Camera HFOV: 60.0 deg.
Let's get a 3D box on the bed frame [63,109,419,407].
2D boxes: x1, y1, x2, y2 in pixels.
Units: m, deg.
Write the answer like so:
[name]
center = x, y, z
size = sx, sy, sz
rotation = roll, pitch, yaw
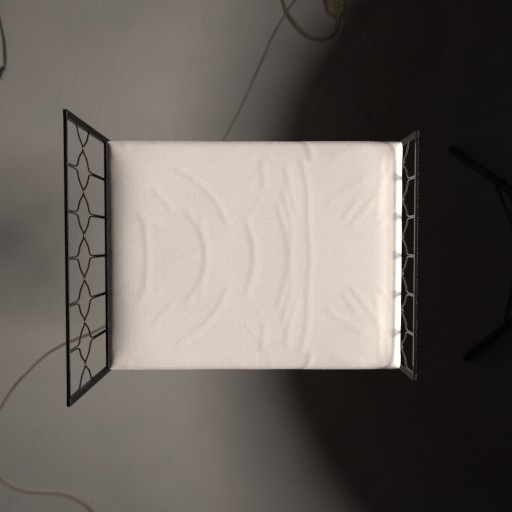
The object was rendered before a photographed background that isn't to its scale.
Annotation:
[bed frame]
center = 0.000, 0.000, 2.994
size = 2.063, 1.222, 1.597
rotation = 0, 92, 0
